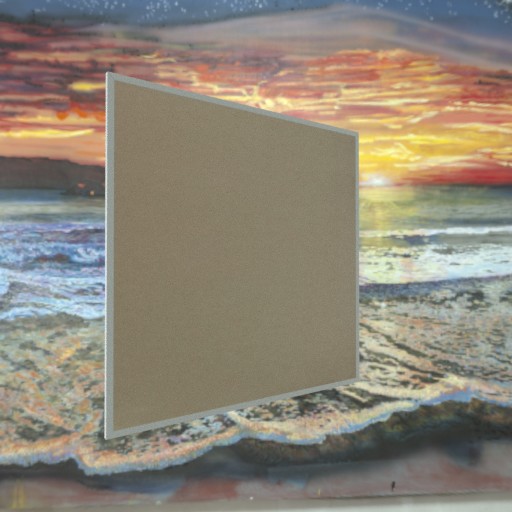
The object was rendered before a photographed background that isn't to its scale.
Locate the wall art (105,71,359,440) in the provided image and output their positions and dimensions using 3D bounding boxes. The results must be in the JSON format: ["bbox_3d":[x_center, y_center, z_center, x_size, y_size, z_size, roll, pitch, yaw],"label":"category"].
[{"bbox_3d":[0.000,0.000,0.682,0.456,0.456,0.007,0,-1,-35],"label":"wall art"}]
